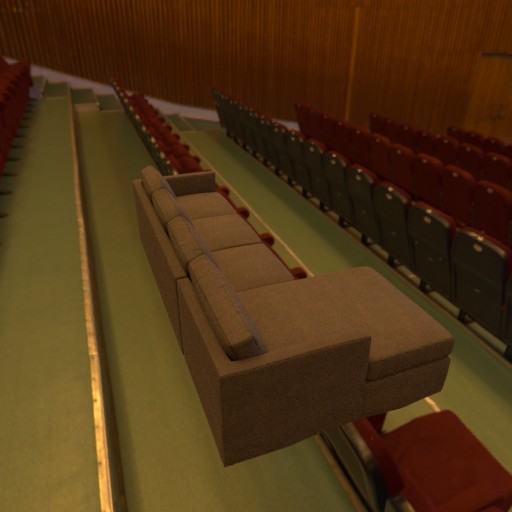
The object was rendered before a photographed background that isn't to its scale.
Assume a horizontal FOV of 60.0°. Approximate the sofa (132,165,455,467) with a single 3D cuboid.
[{"bbox_3d":[0.000,0.000,3.909,1.650,0.922,3.205,-11,31,-19],"label":"sofa"}]
